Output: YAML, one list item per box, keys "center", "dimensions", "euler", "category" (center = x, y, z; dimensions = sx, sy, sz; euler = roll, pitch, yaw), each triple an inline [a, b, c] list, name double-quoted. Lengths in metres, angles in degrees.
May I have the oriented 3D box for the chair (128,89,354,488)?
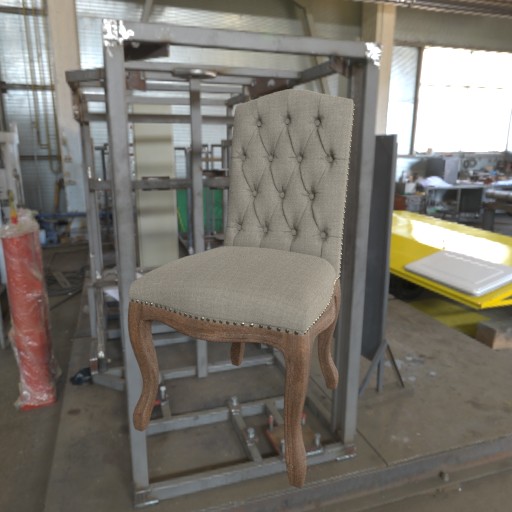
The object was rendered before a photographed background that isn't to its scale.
- center: [0.000, 0.000, 1.583]
  dimensions: [0.637, 1.191, 0.731]
  euler: [7, 16, 26]
  category: "chair"
